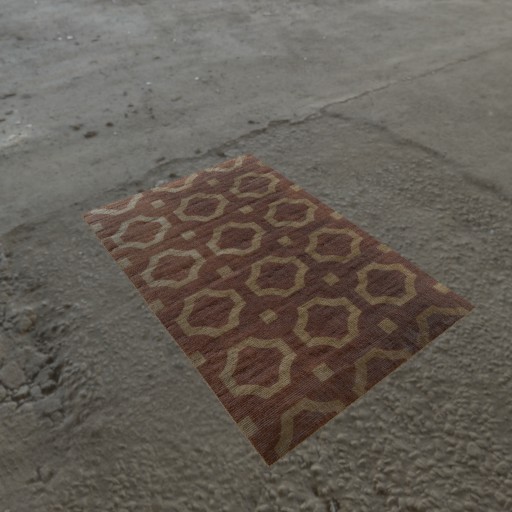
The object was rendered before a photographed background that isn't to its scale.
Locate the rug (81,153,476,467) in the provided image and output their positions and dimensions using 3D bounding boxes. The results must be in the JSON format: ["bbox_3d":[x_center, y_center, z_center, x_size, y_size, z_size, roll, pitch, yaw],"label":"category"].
[{"bbox_3d":[0.000,0.000,2.957,1.555,0.016,2.286,-26,48,-26],"label":"rug"}]
